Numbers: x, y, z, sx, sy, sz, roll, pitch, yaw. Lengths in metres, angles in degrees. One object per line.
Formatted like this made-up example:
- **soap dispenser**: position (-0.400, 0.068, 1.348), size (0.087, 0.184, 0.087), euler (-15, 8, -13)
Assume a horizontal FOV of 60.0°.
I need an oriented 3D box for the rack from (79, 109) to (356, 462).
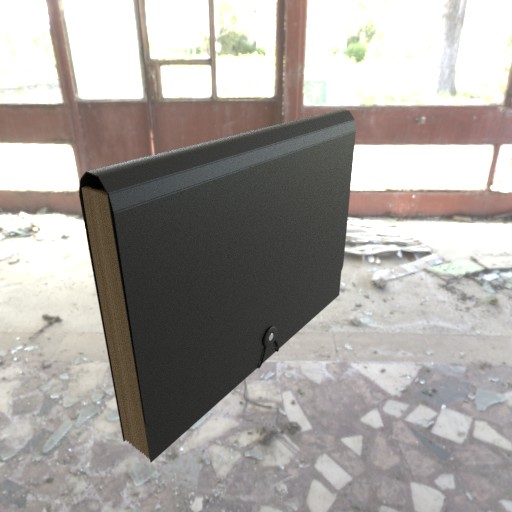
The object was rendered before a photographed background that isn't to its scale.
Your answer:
- **rack**: position (0.000, 0.000, 0.438), size (0.041, 0.241, 0.330), euler (18, 32, 33)
